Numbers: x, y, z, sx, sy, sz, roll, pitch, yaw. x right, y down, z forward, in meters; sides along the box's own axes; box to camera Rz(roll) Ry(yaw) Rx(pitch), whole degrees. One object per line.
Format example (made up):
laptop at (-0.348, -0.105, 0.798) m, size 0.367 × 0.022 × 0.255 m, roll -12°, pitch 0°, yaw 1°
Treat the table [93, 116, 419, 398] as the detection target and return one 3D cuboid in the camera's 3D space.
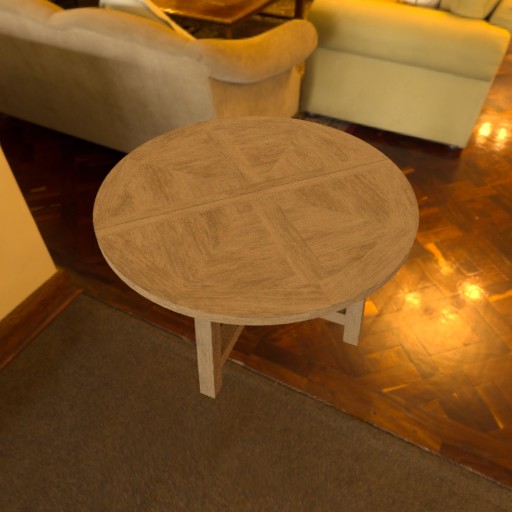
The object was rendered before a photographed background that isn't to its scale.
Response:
table at (0.000, 0.000, 2.121) m, size 1.319 × 0.762 × 1.319 m, roll 0°, pitch 45°, yaw 0°
